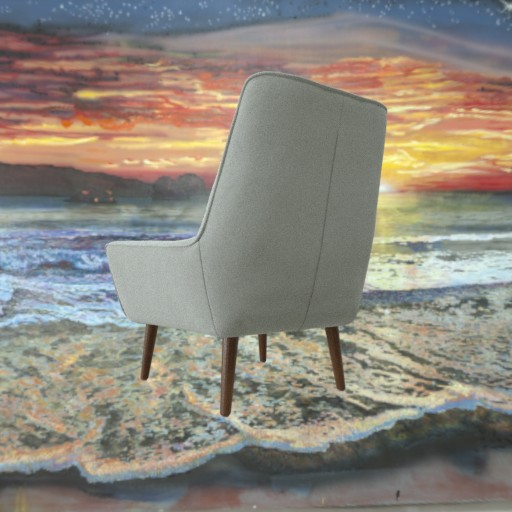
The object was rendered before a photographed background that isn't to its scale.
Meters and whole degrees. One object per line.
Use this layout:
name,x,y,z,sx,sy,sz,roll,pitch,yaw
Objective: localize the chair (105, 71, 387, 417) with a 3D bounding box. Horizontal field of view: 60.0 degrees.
chair,0.000,0.000,1.487,0.787,0.888,0.822,1,-2,-35
